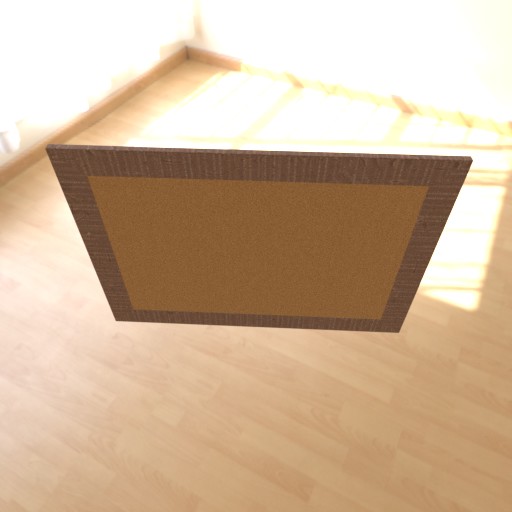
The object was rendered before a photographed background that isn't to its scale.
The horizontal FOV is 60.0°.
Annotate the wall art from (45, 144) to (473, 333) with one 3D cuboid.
[{"bbox_3d":[0.000,0.000,1.376,1.056,0.761,0.020,2,47,2],"label":"wall art"}]
